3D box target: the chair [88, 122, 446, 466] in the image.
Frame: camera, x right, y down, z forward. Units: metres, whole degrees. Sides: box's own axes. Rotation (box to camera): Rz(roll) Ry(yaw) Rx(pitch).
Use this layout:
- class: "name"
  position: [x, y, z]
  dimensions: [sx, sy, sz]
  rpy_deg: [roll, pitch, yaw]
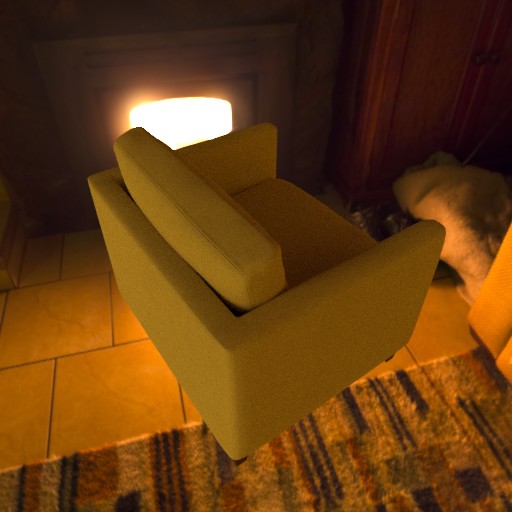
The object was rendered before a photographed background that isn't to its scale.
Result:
- class: "chair"
  position: [0.000, 0.000, 1.845]
  dimensions: [0.959, 0.961, 1.107]
  rpy_deg: [-25, 47, -26]
